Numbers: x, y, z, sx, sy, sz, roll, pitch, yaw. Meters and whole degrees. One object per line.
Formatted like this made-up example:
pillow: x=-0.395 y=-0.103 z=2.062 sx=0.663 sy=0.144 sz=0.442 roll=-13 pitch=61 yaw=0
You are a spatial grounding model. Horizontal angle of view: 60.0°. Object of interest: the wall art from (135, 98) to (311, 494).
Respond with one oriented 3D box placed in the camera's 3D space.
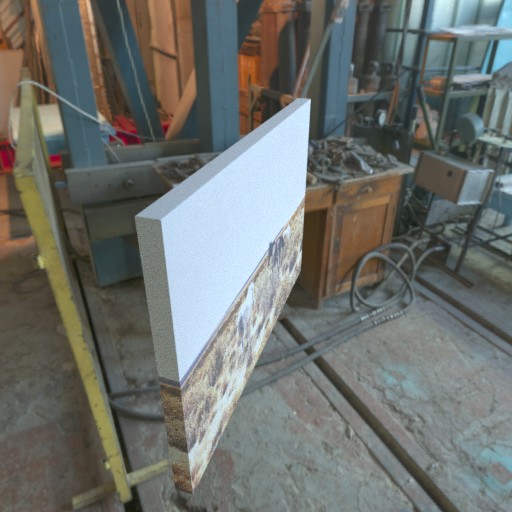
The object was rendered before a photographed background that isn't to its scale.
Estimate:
wall art: x=0.000 y=0.000 z=1.402 sx=0.051 sy=0.761 sz=1.138 roll=10 pitch=31 yaw=16
